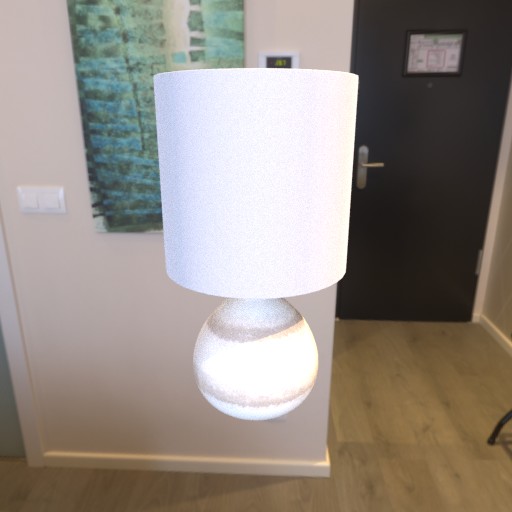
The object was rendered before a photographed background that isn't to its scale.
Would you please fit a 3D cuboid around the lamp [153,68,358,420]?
[{"bbox_3d":[0.000,0.000,0.540,0.217,0.404,0.217,-9,20,-26],"label":"lamp"}]
